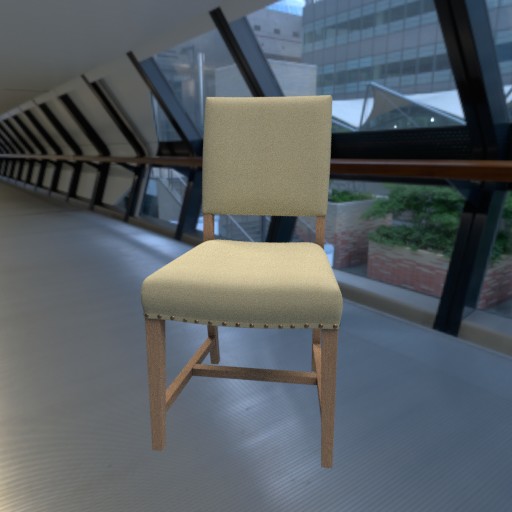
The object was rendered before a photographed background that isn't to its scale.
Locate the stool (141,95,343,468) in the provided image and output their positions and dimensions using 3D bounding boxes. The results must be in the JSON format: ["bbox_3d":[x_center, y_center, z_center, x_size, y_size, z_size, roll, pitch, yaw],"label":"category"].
[{"bbox_3d":[0.000,0.000,1.369,0.508,0.986,0.623,2,14,8],"label":"stool"}]
